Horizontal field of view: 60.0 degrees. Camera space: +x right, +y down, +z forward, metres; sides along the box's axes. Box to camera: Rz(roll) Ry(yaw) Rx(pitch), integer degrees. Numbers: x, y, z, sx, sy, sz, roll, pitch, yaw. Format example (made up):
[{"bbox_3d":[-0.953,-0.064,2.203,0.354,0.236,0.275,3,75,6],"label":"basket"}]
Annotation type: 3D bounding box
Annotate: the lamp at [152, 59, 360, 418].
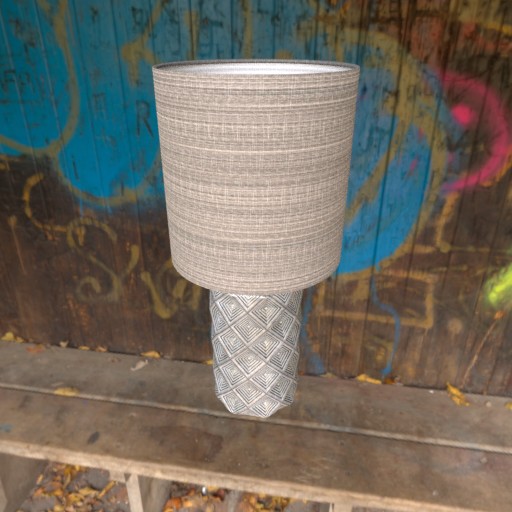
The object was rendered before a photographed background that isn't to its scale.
[{"bbox_3d":[0.000,0.000,0.714,0.268,0.566,0.269,-9,28,-17],"label":"lamp"}]
